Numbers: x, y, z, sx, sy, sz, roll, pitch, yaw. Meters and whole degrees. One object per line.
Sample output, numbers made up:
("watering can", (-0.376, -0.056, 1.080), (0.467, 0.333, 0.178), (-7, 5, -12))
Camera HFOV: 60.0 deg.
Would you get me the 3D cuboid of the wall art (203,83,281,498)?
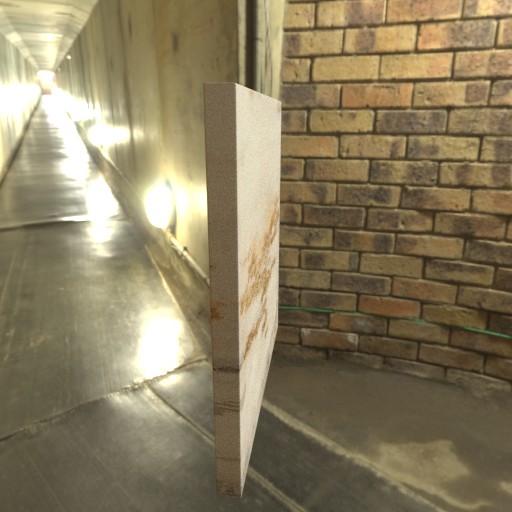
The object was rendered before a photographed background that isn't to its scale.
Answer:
("wall art", (0.000, 0.000, 0.899), (0.040, 0.613, 0.611), (2, 17, 8))
